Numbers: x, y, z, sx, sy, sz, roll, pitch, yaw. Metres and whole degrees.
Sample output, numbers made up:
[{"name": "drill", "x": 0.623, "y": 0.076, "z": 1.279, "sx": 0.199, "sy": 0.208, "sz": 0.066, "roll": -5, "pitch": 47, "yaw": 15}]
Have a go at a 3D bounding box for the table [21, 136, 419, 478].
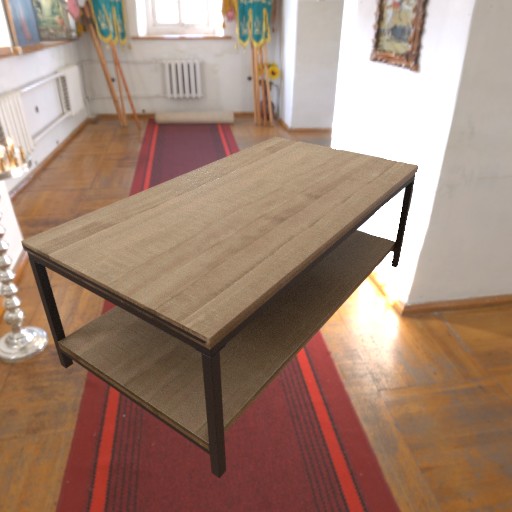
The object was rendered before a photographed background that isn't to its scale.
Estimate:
[{"name": "table", "x": 0.000, "y": 0.000, "z": 1.350, "sx": 0.574, "sy": 0.393, "sz": 1.062, "roll": 20, "pitch": 36, "yaw": 30}]
